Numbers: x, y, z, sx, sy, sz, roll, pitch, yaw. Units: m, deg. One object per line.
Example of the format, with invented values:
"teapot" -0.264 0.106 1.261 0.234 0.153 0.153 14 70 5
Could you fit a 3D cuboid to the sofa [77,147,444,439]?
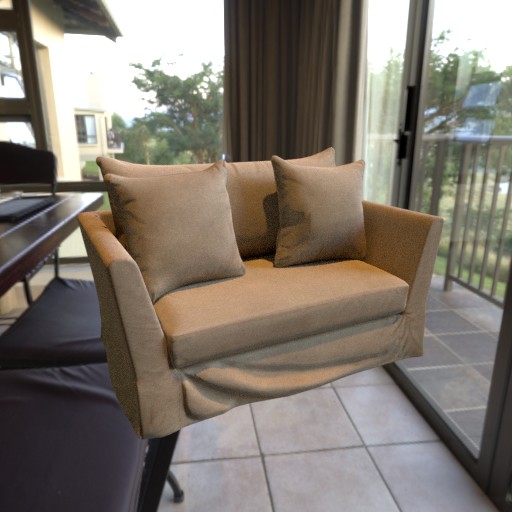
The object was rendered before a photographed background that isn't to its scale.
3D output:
"sofa" 0.000 0.000 2.306 1.608 1.040 1.035 -8 19 -26
